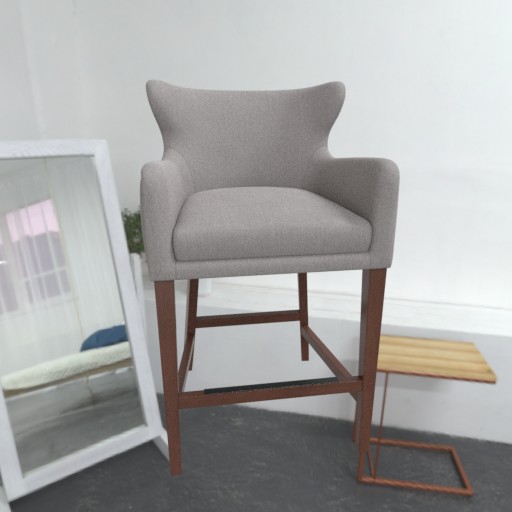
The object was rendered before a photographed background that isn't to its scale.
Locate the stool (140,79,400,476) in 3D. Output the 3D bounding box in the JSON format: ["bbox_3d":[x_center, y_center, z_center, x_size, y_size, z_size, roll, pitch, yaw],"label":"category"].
[{"bbox_3d":[0.000,0.000,1.267,0.575,0.951,0.575,-3,18,-9],"label":"stool"}]
